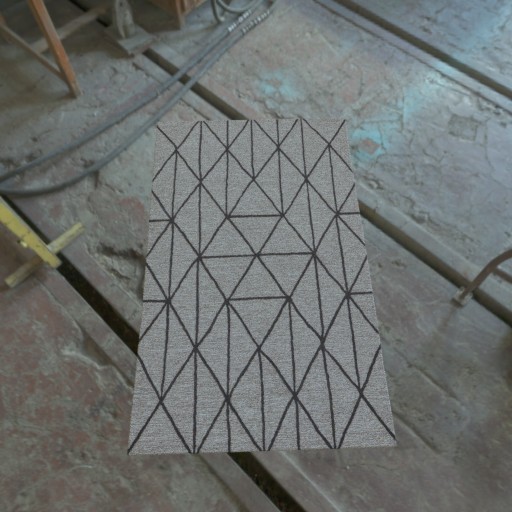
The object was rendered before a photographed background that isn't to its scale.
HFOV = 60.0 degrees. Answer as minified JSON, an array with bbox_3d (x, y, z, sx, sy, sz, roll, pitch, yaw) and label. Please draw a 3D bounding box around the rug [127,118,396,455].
[{"bbox_3d":[0.000,0.000,3.055,1.526,0.008,2.465,-2,64,-1],"label":"rug"}]
